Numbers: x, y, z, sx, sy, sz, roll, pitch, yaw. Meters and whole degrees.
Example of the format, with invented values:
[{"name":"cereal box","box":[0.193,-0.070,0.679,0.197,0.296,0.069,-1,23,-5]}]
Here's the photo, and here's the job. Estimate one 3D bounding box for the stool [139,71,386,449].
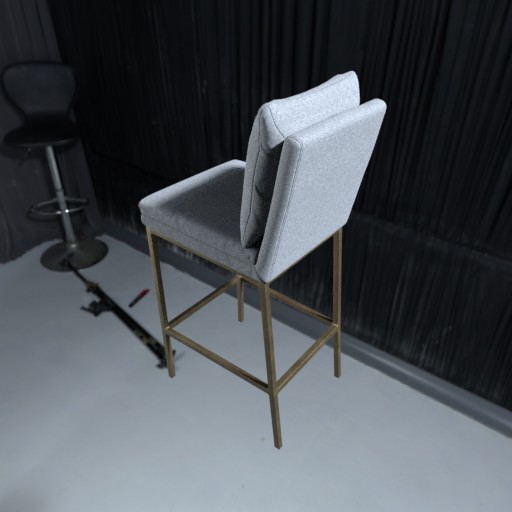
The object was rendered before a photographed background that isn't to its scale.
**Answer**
[{"name":"stool","box":[0.000,0.000,1.465,0.569,1.130,0.463,23,39,32]}]
